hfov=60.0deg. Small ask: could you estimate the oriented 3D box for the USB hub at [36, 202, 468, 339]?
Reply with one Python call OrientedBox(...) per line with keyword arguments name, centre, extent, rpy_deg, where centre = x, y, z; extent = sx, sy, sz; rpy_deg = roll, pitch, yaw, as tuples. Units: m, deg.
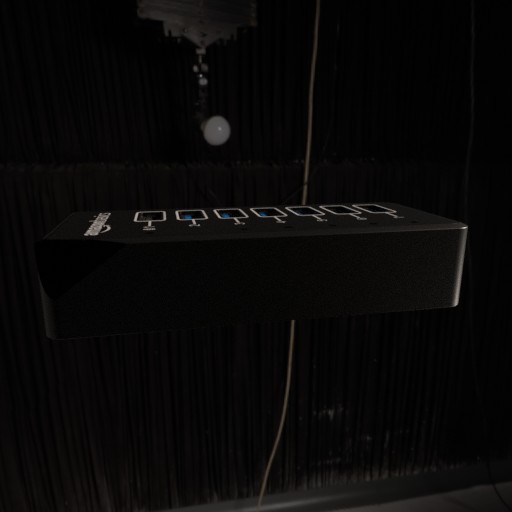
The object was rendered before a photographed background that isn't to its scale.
OrientedBox(name="USB hub", centre=(0.000, 0.000, 0.130), extent=(0.110, 0.023, 0.044), rpy_deg=(-3, 15, -11))
